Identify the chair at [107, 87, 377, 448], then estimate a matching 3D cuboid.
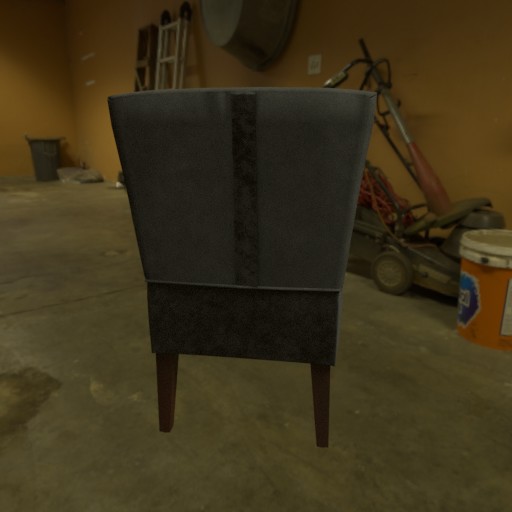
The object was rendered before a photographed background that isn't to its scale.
[{"bbox_3d":[0.000,0.000,1.186,0.521,0.806,0.554,2,16,8],"label":"chair"}]
